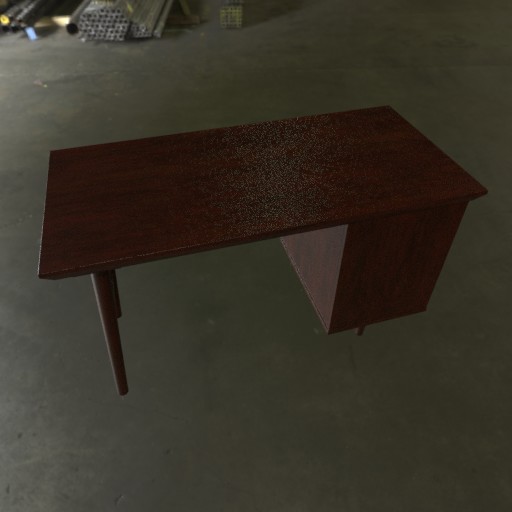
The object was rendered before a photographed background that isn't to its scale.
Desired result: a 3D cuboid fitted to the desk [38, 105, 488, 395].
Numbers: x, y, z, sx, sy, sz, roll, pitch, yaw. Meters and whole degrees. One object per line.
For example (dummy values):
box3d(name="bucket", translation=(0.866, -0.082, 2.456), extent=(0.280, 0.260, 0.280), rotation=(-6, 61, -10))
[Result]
box3d(name="desk", translation=(0.000, 0.000, 1.674), extent=(1.277, 0.758, 0.612), rotation=(-11, 44, -12))
